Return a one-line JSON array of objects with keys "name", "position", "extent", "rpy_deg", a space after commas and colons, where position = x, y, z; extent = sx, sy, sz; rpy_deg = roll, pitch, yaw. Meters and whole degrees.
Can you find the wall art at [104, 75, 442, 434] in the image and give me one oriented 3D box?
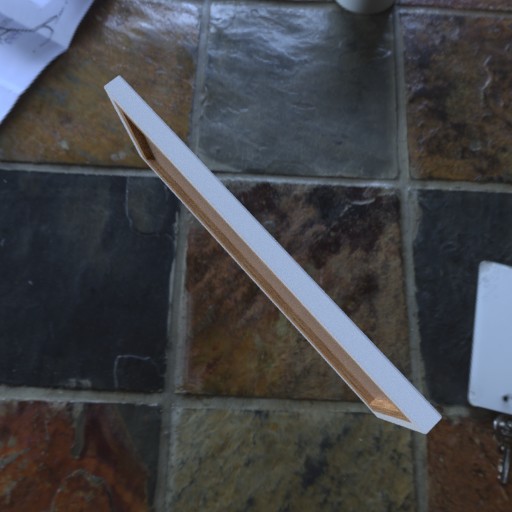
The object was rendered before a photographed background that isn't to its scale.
[{"name": "wall art", "position": [0.000, 0.000, 0.832], "extent": [0.036, 0.256, 0.766], "rpy_deg": [-41, 79, -10]}]
